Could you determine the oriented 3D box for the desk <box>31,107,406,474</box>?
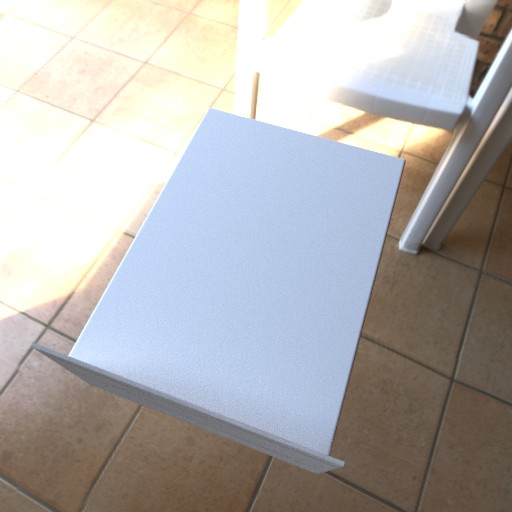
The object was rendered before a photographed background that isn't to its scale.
[{"bbox_3d":[0.000,0.000,2.588,1.400,0.800,1.900,18,63,9],"label":"desk"}]
